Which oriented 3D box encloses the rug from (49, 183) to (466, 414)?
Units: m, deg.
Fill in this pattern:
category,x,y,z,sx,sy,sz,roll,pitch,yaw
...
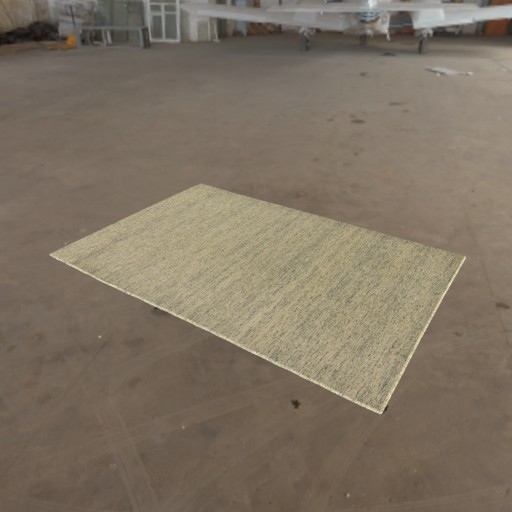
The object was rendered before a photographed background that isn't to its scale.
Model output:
category,x,y,z,sx,sy,sz,roll,pitch,yaw
rug,0.000,0.000,2.352,1.846,0.014,1.243,19,36,29
